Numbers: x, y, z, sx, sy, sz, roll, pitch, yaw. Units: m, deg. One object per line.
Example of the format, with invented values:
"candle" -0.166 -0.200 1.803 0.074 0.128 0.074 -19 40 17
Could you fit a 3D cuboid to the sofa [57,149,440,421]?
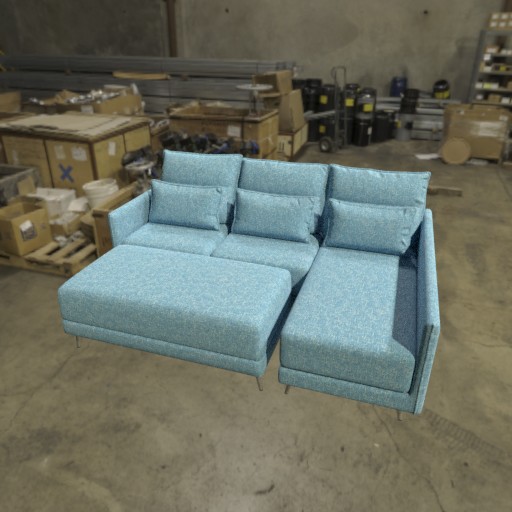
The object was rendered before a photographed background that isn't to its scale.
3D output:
"sofa" 0.000 0.000 2.740 2.034 0.899 1.420 8 28 16
